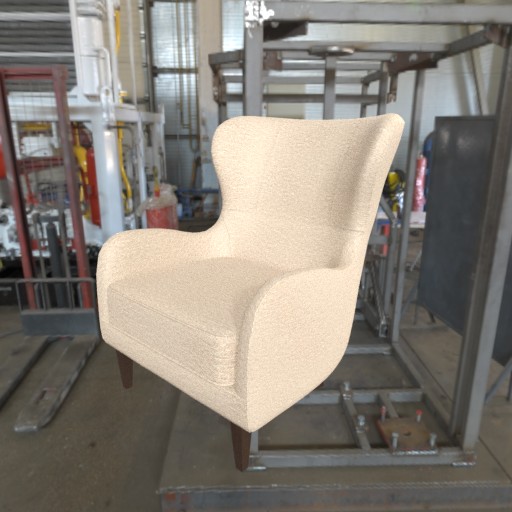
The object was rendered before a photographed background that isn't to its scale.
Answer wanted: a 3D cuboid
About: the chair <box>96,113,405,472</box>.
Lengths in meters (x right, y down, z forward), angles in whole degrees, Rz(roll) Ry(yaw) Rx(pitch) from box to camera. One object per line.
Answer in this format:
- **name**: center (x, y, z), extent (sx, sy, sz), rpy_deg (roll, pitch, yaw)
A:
- **chair**: center (0.000, 0.000, 1.736), extent (0.861, 1.064, 0.984), rpy_deg (15, 22, 41)
